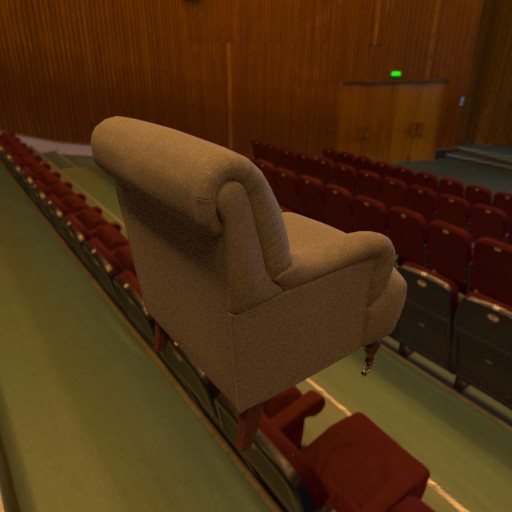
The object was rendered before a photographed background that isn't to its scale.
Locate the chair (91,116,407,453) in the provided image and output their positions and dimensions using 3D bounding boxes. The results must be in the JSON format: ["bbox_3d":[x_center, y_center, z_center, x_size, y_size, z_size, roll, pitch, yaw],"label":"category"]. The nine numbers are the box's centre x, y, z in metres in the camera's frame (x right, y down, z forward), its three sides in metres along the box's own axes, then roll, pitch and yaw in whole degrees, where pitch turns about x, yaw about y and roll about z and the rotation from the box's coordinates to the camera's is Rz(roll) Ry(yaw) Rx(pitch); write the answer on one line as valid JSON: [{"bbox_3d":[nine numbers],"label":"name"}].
[{"bbox_3d":[0.000,0.000,1.567,0.843,0.942,0.766,-17,31,-32],"label":"chair"}]
